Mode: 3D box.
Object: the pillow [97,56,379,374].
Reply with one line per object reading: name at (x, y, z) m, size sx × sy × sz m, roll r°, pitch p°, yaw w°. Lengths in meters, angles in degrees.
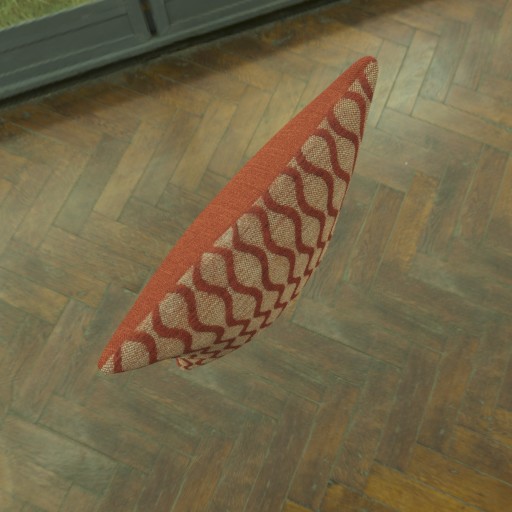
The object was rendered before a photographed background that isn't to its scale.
pillow at (0.000, 0.000, 0.644) m, size 0.159 × 0.434 × 0.429 m, roll 37°, pitch 78°, yaw 9°
